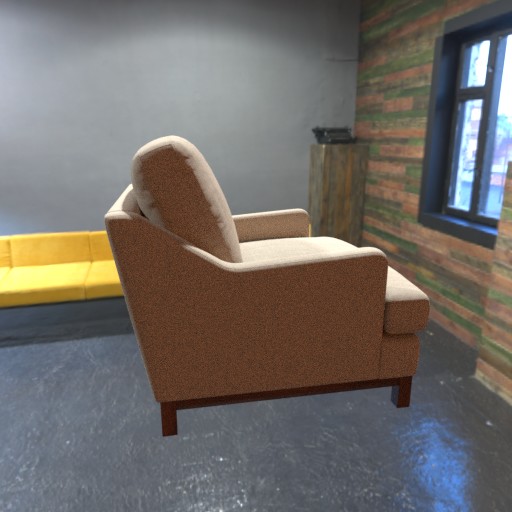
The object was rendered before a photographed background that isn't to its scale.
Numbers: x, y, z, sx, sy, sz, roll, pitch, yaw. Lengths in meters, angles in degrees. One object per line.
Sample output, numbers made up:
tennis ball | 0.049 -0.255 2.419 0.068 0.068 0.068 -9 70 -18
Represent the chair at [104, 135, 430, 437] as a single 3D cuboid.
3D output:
chair | 0.000 0.000 1.747 1.001 0.916 0.912 -3 15 -11
